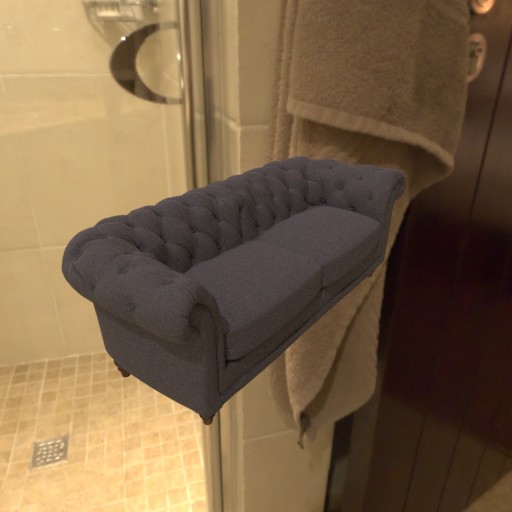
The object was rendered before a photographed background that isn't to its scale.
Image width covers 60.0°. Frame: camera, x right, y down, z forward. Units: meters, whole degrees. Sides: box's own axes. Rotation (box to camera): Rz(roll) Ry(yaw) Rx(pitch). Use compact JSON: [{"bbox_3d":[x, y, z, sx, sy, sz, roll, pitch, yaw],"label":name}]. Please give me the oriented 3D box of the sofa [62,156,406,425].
[{"bbox_3d":[0.000,0.000,2.833,1.046,0.836,2.335,18,31,33],"label":"sofa"}]
